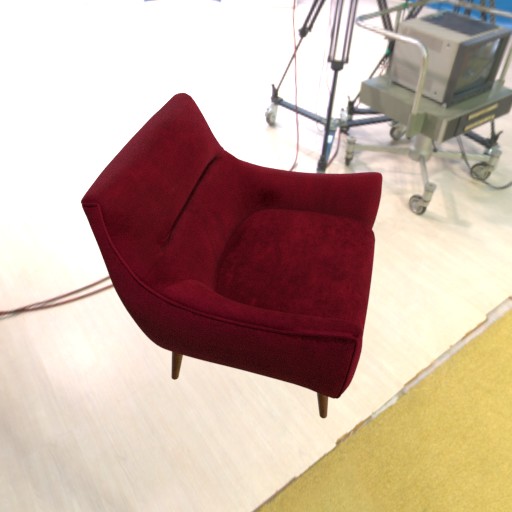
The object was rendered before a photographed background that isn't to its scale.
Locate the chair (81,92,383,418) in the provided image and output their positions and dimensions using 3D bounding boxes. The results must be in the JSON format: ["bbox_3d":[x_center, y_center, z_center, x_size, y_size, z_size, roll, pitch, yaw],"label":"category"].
[{"bbox_3d":[0.000,0.000,1.523,0.787,0.838,0.762,11,46,11],"label":"chair"}]
